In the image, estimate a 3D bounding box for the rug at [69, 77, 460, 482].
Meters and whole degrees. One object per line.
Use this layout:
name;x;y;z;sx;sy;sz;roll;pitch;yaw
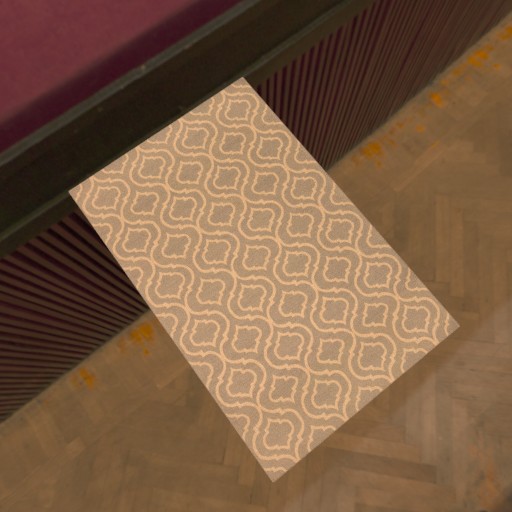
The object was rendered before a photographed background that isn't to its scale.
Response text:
rug;0.000;0.000;2.230;1.141;0.015;1.749;-36;78;-9
